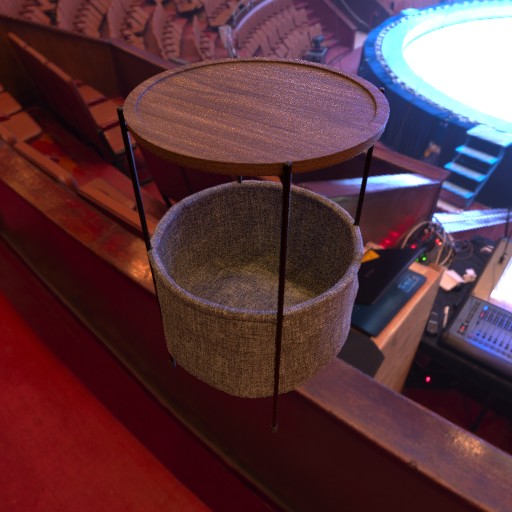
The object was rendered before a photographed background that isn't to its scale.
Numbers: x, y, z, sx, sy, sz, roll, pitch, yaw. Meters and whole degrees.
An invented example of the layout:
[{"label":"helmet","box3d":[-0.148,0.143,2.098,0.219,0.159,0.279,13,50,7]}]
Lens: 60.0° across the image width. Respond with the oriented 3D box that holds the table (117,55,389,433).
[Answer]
[{"label":"table","box3d":[0.000,0.000,0.861,0.400,0.623,0.400,24,47,25]}]
